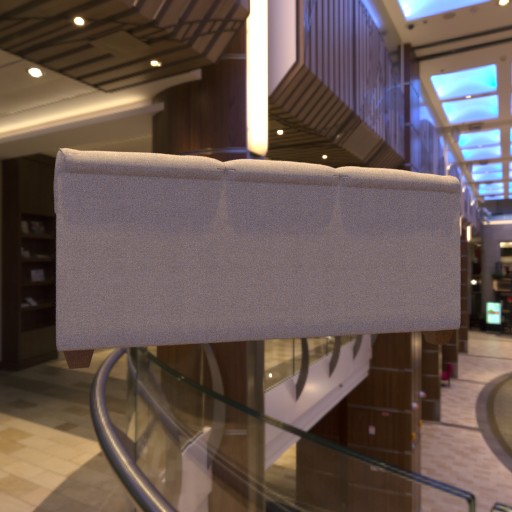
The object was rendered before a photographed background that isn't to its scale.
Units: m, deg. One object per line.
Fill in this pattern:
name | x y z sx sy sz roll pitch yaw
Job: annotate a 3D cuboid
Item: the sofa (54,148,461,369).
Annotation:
sofa | 0.000 0.000 2.553 2.024 0.958 0.997 0 0 -16
